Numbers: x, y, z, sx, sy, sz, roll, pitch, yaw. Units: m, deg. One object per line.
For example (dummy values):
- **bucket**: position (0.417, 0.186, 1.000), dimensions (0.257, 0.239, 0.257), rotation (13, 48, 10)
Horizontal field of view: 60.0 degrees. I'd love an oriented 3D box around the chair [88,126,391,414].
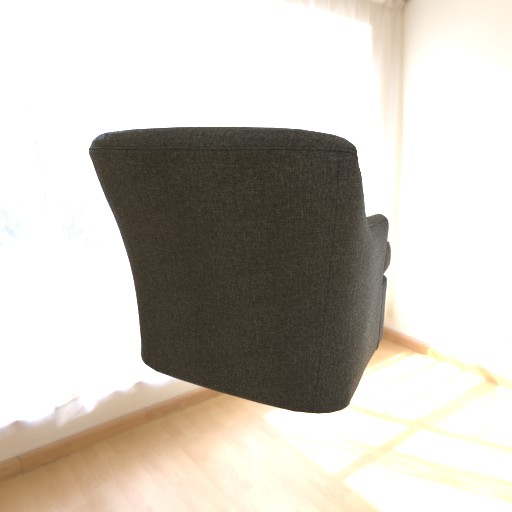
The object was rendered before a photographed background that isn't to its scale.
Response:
- **chair**: position (0.000, 0.000, 1.576), dimensions (0.864, 0.856, 0.923), rotation (7, 16, 27)
